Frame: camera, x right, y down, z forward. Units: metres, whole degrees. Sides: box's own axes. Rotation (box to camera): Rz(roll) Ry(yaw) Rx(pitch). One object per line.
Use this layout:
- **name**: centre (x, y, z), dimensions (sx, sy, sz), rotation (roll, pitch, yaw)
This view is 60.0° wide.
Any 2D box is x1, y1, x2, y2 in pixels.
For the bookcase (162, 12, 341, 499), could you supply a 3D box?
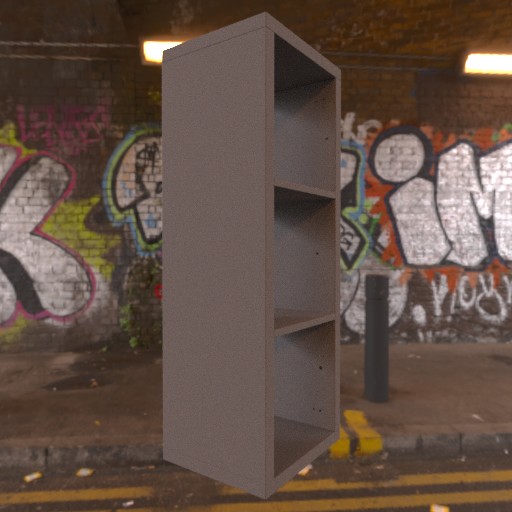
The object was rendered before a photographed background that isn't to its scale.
- **bookcase**: centre (0.000, 0.000, 1.234), dimensions (0.330, 1.080, 0.390), rotation (1, 1, 35)
